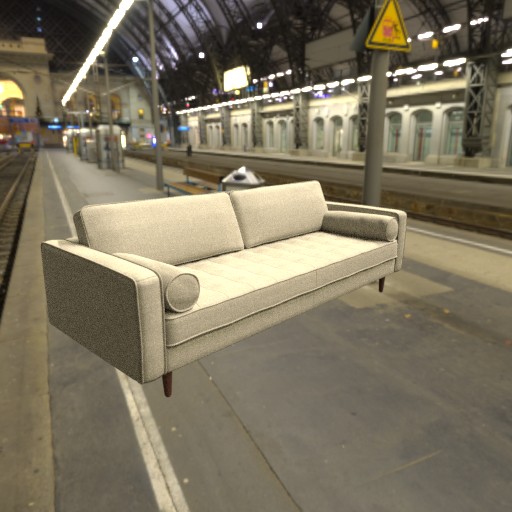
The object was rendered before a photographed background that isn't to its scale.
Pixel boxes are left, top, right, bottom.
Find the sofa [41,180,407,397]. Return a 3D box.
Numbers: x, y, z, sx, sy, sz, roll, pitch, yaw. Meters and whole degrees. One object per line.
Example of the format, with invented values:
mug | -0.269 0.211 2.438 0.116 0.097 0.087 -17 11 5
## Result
sofa | 0.000 0.000 2.703 0.914 0.762 2.211 14 20 42
